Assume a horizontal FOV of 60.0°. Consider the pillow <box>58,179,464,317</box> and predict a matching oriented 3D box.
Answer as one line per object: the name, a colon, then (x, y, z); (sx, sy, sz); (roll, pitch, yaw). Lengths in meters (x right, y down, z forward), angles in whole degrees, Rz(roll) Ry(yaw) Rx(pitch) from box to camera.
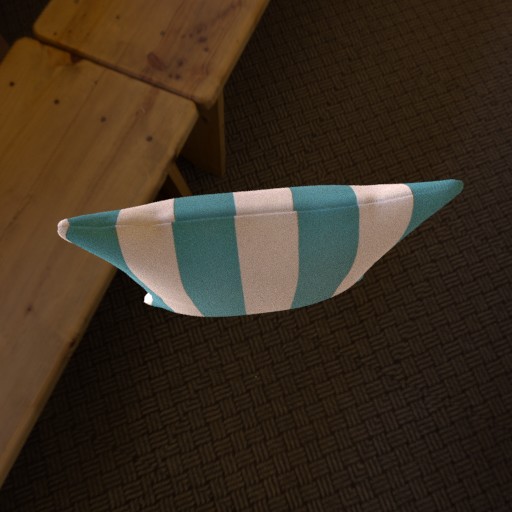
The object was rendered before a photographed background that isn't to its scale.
pillow: (0.000, 0.000, 0.813); (0.536, 0.526, 0.189); (-7, 75, -2)
